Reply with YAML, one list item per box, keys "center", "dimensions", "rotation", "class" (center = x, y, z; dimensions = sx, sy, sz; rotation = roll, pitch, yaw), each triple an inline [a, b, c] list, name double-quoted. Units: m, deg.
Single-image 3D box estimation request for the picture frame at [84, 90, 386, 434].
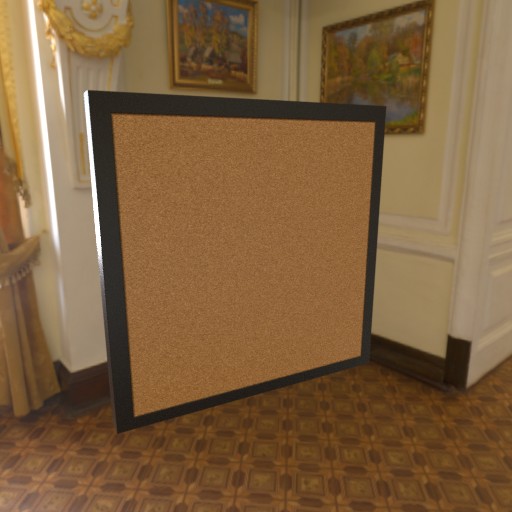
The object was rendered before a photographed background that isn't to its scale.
- center: [0.000, 0.000, 0.531]
  dimensions: [0.355, 0.353, 0.029]
  rotation: [-7, 16, -27]
  class: "picture frame"
